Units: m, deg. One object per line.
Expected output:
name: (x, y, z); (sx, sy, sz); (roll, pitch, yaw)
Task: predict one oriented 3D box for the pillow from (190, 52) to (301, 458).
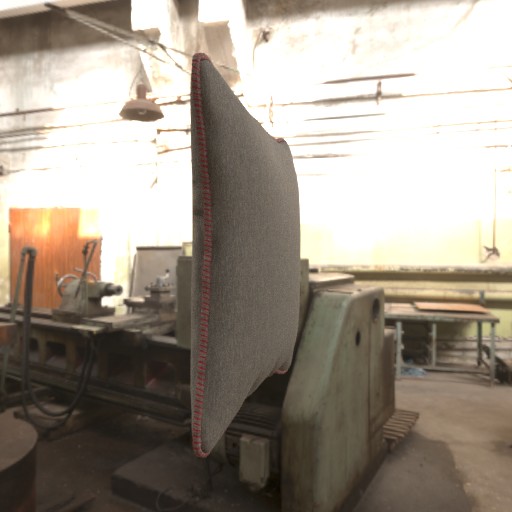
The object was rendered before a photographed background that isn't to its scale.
pillow: (0.000, 0.000, 0.743); (0.124, 0.491, 0.482); (0, 0, 17)
